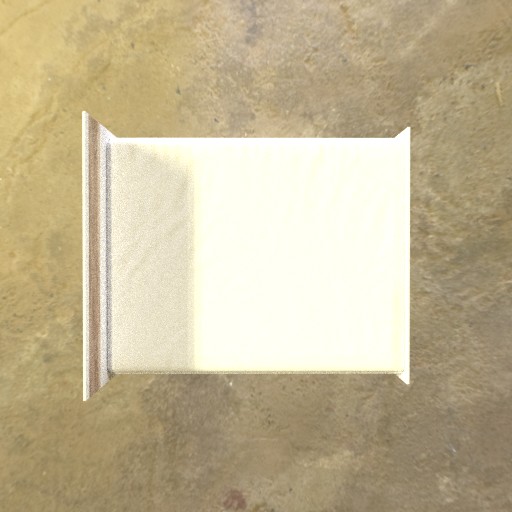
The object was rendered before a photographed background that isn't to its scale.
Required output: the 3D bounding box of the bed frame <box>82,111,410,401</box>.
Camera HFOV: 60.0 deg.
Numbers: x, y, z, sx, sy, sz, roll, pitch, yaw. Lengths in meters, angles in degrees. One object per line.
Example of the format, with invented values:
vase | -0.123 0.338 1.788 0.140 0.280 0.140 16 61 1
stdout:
bed frame | 0.000 0.000 3.035 2.060 0.800 1.720 0 90 0
